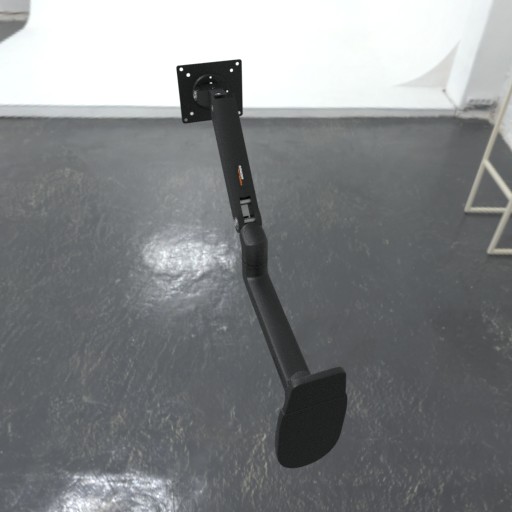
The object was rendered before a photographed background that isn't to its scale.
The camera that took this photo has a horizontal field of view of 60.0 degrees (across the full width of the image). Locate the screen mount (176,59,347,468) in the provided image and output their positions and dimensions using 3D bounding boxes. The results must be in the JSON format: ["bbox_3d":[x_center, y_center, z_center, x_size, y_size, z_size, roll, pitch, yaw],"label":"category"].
[{"bbox_3d":[0.000,0.000,0.725,0.115,0.466,0.495,-12,42,-14],"label":"screen mount"}]
